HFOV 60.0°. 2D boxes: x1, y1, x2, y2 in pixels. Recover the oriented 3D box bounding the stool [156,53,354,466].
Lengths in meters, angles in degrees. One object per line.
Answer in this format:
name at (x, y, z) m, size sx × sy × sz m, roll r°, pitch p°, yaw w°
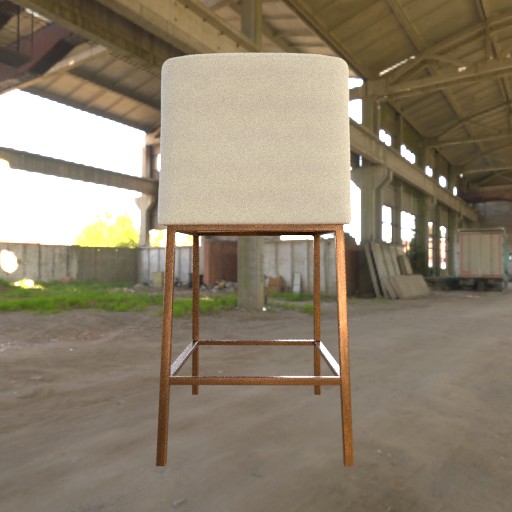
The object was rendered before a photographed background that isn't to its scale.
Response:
stool at (0.000, 0.000, 1.310) m, size 0.507 × 0.973 × 0.576 m, roll 0°, pitch -1°, yaw 0°
